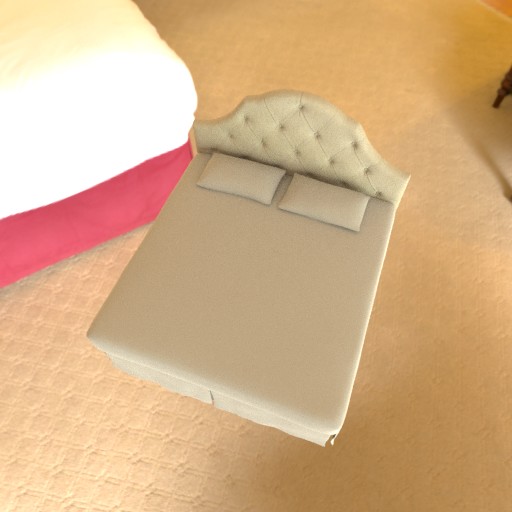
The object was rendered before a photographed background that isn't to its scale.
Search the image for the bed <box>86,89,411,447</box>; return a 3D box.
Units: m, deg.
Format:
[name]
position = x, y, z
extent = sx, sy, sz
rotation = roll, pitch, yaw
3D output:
[bed]
position = 0.000, 0.000, 3.454
extent = 2.012, 1.555, 2.086
rotation = 17, 59, 11
